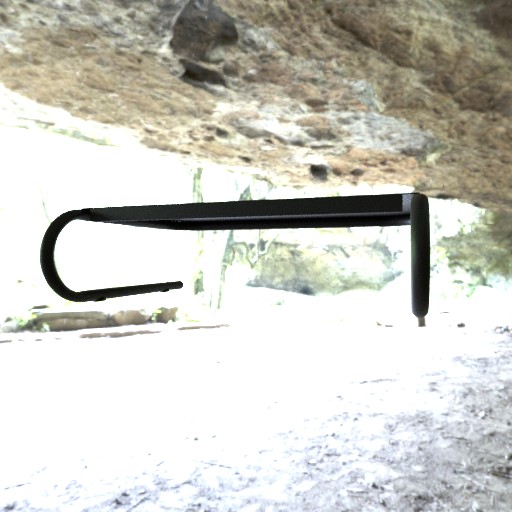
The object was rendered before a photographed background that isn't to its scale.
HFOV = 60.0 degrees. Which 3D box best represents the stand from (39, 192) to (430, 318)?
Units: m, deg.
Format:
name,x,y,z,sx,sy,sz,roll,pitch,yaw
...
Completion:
name,x,y,z,sx,sy,sz,roll,pitch,yaw
stand,0.000,0.000,0.514,0.370,0.108,0.280,0,0,20
